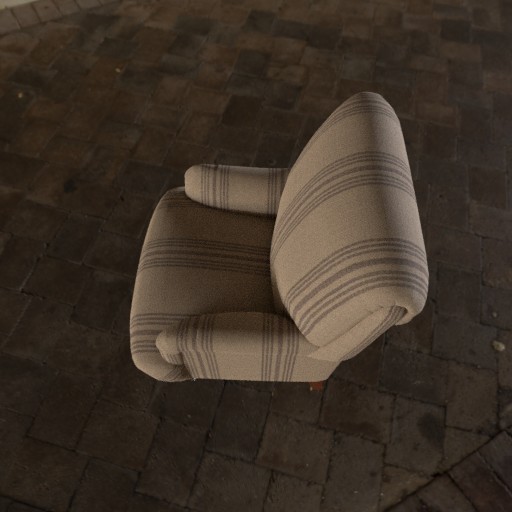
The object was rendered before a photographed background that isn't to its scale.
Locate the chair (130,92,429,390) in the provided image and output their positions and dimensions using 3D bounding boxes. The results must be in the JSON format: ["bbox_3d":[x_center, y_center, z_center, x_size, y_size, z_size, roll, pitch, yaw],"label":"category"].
[{"bbox_3d":[0.000,0.000,1.593,0.914,0.940,0.813,2,58,1],"label":"chair"}]
